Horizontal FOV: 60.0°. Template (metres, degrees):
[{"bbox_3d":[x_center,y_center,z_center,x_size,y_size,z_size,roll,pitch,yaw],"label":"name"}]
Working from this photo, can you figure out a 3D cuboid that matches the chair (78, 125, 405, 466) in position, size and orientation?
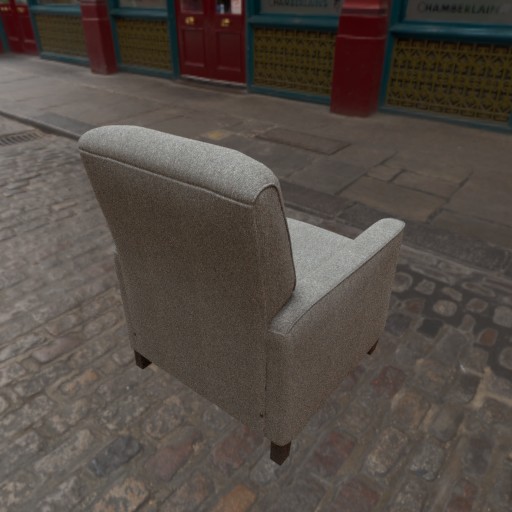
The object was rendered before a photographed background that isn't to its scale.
[{"bbox_3d":[0.000,0.000,1.634,0.841,1.028,0.858,22,37,32],"label":"chair"}]
